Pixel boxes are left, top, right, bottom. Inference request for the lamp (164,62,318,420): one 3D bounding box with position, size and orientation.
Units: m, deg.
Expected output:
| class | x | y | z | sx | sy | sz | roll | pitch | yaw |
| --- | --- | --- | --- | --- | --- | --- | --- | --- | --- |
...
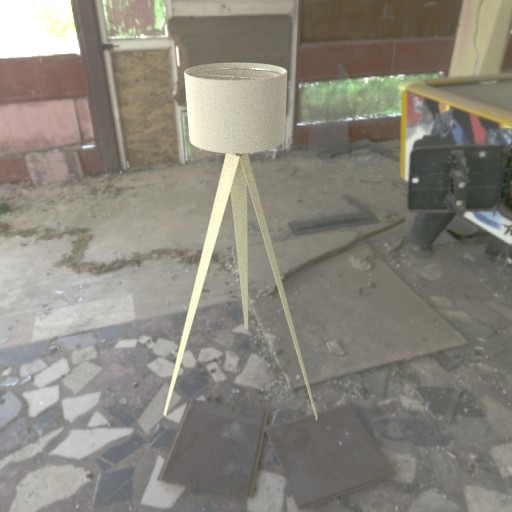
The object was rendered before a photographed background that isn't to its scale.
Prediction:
| class | x | y | z | sx | sy | sz | roll | pitch | yaw |
| --- | --- | --- | --- | --- | --- | --- | --- | --- | --- |
| lamp | 0.000 | 0.000 | 1.937 | 0.716 | 1.524 | 0.724 | 10 | 33 | 15 |
